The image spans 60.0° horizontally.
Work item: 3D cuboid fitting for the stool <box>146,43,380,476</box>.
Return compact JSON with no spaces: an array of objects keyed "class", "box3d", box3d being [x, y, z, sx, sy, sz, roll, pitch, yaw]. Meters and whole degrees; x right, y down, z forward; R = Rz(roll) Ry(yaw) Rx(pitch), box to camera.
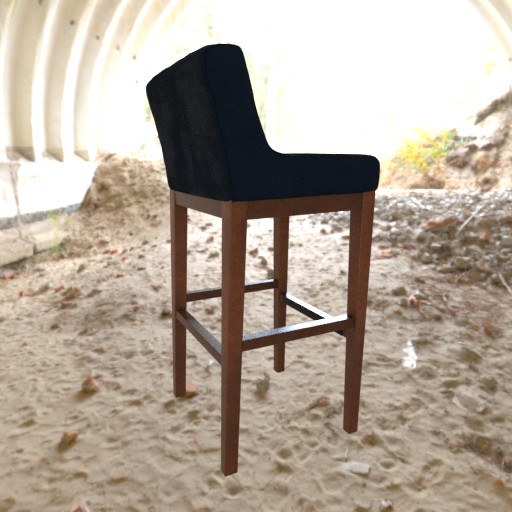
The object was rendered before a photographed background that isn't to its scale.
[{"class":"stool","box3d":[0.000,0.000,1.310,0.500,1.037,0.511,-6,14,-26]}]
